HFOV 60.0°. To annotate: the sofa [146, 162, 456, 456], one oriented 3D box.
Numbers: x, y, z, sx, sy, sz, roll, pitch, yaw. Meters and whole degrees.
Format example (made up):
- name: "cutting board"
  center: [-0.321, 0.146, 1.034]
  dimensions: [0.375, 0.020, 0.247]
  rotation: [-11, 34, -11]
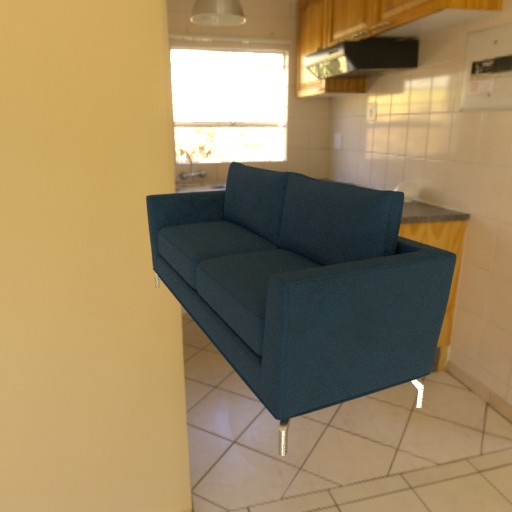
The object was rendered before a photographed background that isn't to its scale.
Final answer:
- name: "sofa"
  center: [0.000, 0.000, 2.714]
  dimensions: [0.853, 0.998, 2.212]
  rotation: [-8, 18, -24]
